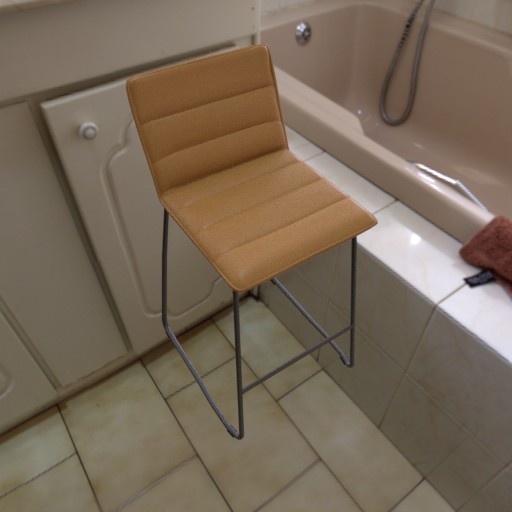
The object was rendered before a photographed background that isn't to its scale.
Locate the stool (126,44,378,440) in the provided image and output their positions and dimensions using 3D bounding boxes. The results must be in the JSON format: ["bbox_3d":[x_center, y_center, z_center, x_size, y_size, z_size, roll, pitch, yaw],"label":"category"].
[{"bbox_3d":[0.000,0.000,1.245,0.489,0.936,0.524,-25,51,-22],"label":"stool"}]
